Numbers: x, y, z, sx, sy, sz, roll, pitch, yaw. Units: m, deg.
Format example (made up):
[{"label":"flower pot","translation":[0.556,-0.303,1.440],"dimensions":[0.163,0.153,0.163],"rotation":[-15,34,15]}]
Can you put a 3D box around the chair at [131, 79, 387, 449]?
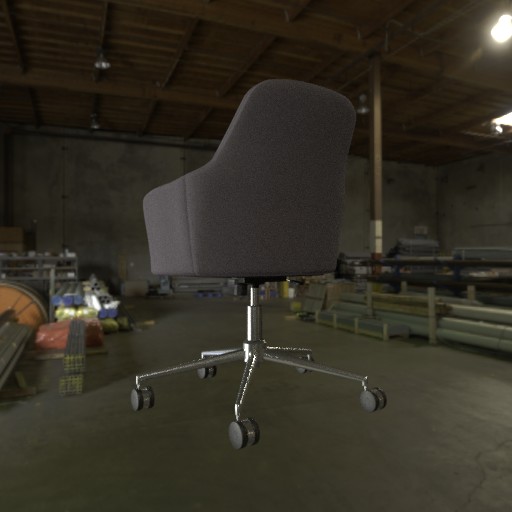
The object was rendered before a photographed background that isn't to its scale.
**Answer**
[{"label":"chair","translation":[0.000,0.000,1.288],"dimensions":[0.655,0.820,0.600],"rotation":[0,0,-36]}]
